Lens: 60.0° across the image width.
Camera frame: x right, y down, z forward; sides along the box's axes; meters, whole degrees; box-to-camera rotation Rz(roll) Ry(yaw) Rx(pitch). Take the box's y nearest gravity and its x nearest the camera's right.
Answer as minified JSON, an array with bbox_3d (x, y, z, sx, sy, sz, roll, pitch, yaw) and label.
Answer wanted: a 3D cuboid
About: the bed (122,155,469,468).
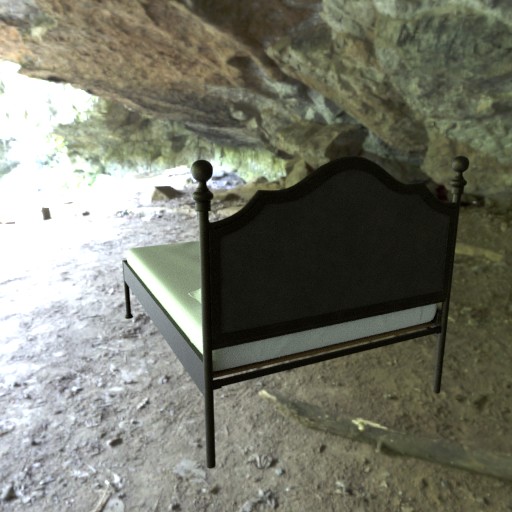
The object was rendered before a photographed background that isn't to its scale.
[{"bbox_3d":[0.000,0.000,3.291,1.642,1.499,2.224,-7,16,-25],"label":"bed"}]
